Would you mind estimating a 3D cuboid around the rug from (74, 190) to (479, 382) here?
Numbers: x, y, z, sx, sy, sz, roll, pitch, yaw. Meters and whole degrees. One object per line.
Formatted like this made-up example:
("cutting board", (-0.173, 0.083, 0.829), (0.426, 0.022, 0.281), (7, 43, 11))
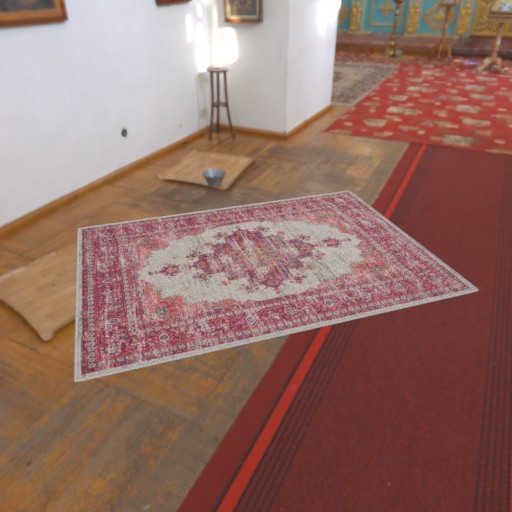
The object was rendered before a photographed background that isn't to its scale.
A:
("rug", (0.000, 0.000, 2.912), (2.232, 0.011, 1.555), (-10, 33, -16))
